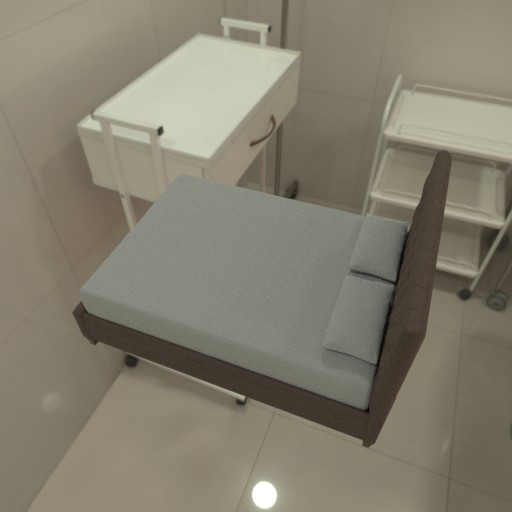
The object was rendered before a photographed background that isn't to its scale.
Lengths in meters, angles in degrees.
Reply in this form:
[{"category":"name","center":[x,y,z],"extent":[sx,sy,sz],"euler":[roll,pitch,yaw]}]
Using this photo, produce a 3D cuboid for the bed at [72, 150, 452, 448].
[{"category":"bed","center":[0.000,0.000,3.422],"extent":[2.387,1.427,1.698],"euler":[16,48,15]}]
